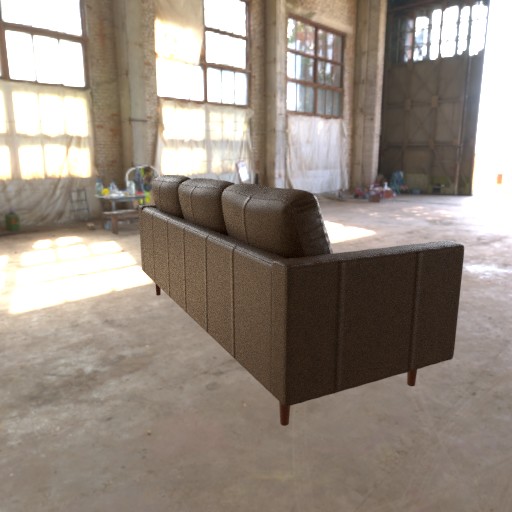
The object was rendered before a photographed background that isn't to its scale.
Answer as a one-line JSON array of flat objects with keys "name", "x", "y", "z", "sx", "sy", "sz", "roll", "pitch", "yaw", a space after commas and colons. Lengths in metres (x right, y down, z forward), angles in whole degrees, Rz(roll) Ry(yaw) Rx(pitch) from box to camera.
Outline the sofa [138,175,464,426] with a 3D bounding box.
[{"name": "sofa", "x": 0.000, "y": 0.000, "z": 2.686, "sx": 0.903, "sy": 0.930, "sz": 2.231, "roll": -6, "pitch": 14, "yaw": -26}]
